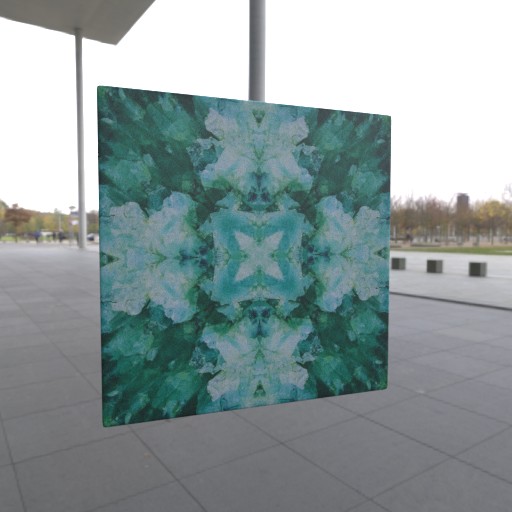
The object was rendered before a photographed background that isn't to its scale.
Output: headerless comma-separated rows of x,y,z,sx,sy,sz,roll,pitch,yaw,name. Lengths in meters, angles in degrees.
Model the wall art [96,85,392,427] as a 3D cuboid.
0.000,0.000,0.470,0.313,0.313,0.033,-1,3,-19,wall art
